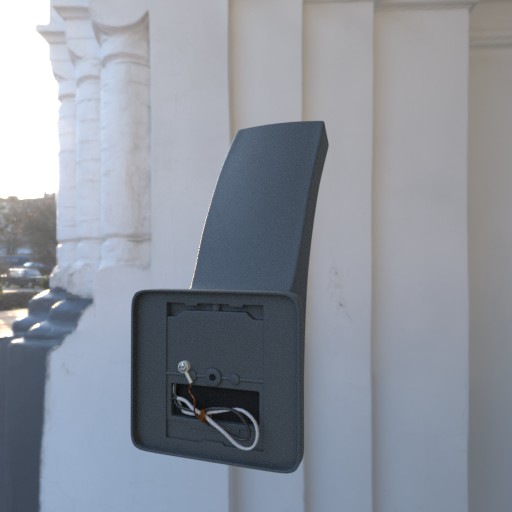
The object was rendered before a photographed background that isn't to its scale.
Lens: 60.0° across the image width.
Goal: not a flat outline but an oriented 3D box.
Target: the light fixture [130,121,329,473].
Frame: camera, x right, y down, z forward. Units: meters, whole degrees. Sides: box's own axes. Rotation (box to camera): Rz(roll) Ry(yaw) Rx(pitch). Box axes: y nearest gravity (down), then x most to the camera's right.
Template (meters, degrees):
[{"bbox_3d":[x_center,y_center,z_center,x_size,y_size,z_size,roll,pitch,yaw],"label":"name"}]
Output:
[{"bbox_3d":[0.000,0.000,0.338,0.108,0.243,0.174,0,-1,19],"label":"light fixture"}]
